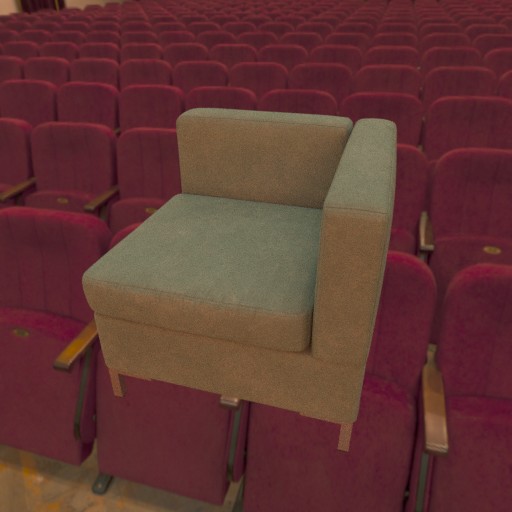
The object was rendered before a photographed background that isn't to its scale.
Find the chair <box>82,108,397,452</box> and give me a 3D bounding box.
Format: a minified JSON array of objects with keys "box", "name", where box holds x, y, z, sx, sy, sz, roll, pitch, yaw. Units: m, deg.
[{"box":[0.000,0.000,1.236,0.680,0.660,0.680,8,31,14],"name":"chair"}]
